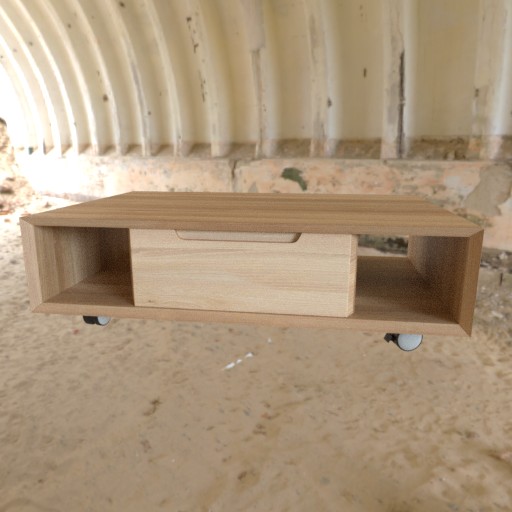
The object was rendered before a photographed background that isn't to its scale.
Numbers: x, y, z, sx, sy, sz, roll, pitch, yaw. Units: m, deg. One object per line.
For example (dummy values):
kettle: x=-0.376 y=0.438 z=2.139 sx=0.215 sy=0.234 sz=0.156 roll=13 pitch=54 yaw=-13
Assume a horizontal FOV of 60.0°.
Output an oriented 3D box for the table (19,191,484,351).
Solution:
table: x=0.000 y=0.000 z=1.410 sx=1.100 sy=0.330 sz=0.700 roll=2 pitch=14 yaw=8
